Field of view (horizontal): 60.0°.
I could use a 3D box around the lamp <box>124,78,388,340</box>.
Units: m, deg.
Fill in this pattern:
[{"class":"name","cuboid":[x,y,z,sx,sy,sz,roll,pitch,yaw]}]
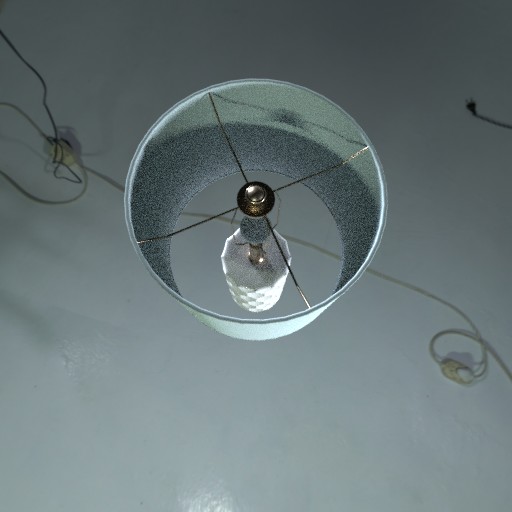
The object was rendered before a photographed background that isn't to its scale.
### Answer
[{"class":"lamp","cuboid":[0.000,0.000,0.725,0.277,0.534,0.277,14,76,4]}]
